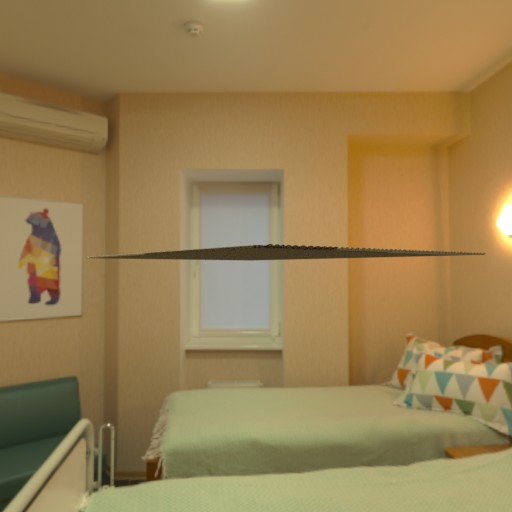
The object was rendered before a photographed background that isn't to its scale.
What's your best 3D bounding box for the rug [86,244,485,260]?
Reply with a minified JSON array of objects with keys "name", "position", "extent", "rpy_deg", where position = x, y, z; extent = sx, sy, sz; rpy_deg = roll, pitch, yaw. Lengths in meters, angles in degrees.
[{"name":"rug","position":[0.000,0.000,3.015],"extent":[1.600,0.013,2.312],"rpy_deg":[1,-2,-37]}]
